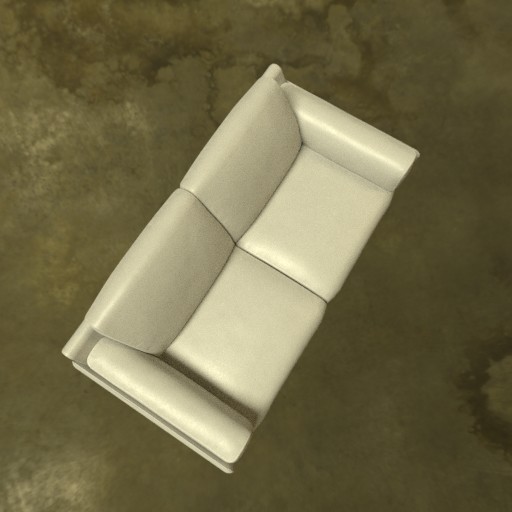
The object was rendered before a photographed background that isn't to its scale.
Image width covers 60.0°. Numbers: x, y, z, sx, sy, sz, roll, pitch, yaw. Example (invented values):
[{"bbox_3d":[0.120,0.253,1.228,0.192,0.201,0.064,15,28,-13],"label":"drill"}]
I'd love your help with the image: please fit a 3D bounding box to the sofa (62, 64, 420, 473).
[{"bbox_3d":[0.000,0.000,2.605,1.049,0.930,2.101,31,77,8],"label":"sofa"}]
